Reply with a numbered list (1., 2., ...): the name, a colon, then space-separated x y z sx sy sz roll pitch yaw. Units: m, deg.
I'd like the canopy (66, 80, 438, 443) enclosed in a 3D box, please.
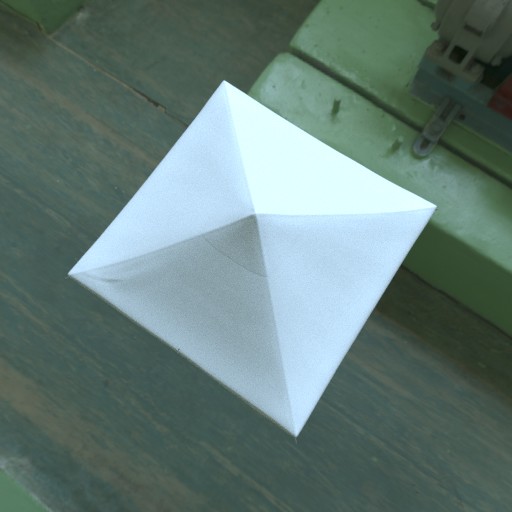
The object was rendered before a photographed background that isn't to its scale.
1. canopy: 0.000 0.000 5.468 2.994 2.998 2.996 33 77 8
